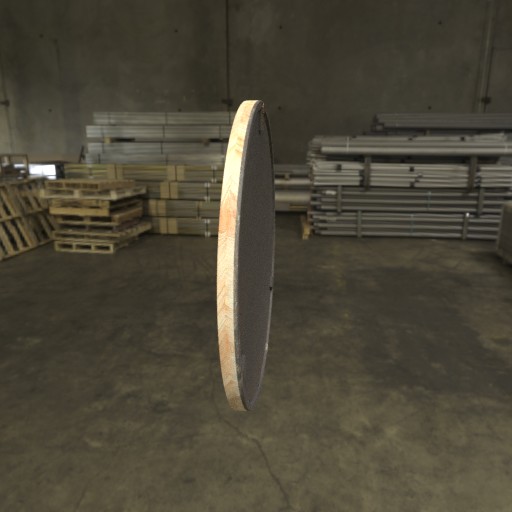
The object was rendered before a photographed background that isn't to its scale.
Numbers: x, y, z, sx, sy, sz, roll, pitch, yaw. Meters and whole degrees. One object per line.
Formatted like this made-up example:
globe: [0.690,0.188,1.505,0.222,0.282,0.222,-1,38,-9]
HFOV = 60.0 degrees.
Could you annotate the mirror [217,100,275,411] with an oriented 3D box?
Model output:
mirror: [0.000,0.000,1.075,0.038,0.710,0.710,2,15,7]
